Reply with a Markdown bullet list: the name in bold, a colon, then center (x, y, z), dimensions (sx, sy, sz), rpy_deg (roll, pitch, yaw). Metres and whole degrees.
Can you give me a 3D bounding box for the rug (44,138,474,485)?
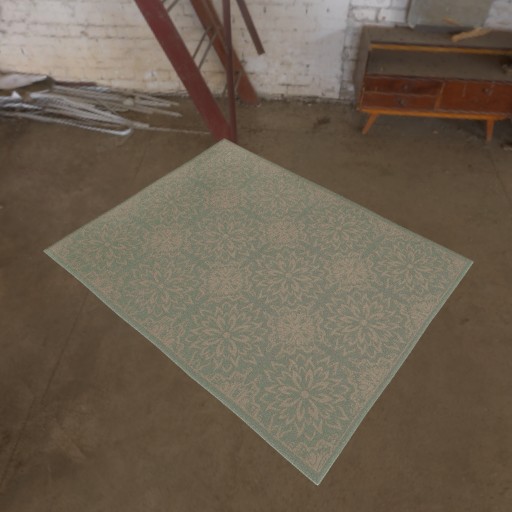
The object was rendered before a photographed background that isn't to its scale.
- **rug**: center (0.000, 0.000, 3.913), dimensions (2.980, 0.012, 2.363), rpy_deg (32, 55, 26)
